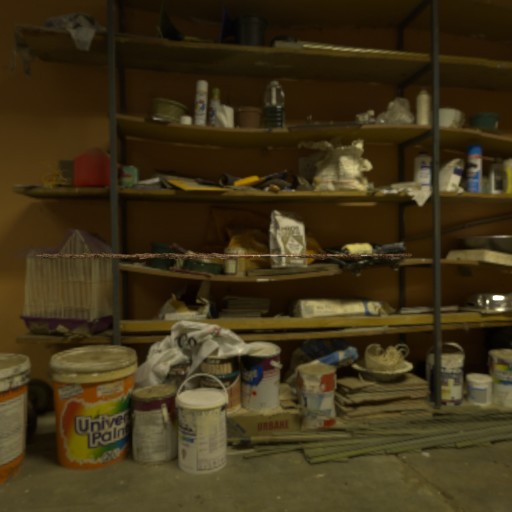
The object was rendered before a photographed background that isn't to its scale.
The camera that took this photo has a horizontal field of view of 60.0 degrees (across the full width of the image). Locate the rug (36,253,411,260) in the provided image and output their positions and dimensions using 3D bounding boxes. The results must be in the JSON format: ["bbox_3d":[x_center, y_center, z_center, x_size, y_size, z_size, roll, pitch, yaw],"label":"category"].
[{"bbox_3d":[0.000,0.000,3.162,1.778,0.048,2.450,0,0,36],"label":"rug"}]
